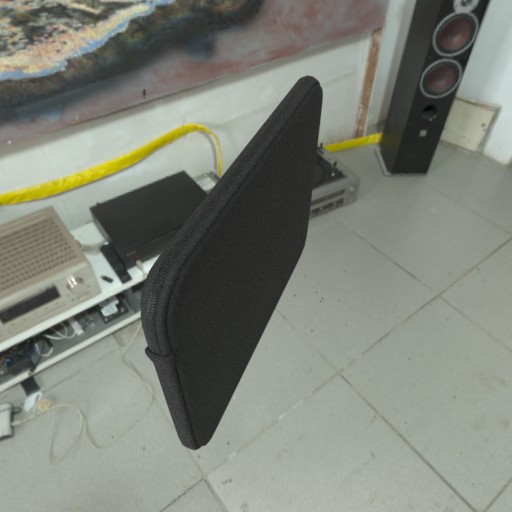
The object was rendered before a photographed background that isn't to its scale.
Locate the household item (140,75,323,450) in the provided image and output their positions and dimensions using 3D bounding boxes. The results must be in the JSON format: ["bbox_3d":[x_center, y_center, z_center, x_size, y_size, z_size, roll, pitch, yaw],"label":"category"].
[{"bbox_3d":[0.000,0.000,0.523,0.030,0.305,0.396,17,49,16],"label":"household item"}]
